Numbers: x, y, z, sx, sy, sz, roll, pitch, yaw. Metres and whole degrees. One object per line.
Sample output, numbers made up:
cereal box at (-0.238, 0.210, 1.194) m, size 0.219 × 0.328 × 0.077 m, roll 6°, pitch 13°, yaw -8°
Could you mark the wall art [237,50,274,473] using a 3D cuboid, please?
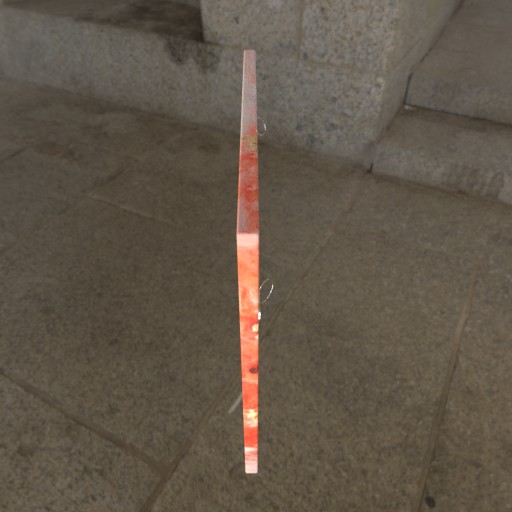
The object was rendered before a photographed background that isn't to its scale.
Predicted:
wall art at (0.000, 0.000, 1.296) m, size 0.066 × 0.878 × 0.878 m, roll 0°, pitch 42°, yaw 0°
